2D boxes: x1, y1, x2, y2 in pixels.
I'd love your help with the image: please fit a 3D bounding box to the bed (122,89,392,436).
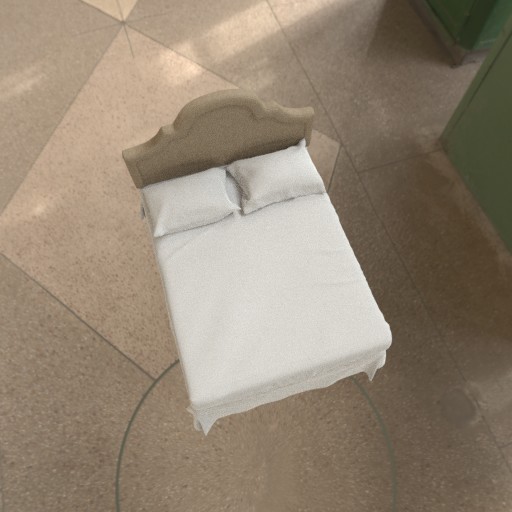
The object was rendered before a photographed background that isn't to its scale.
[{"bbox_3d":[0.000,0.000,3.531,1.780,1.634,2.222,-16,65,-7],"label":"bed"}]
